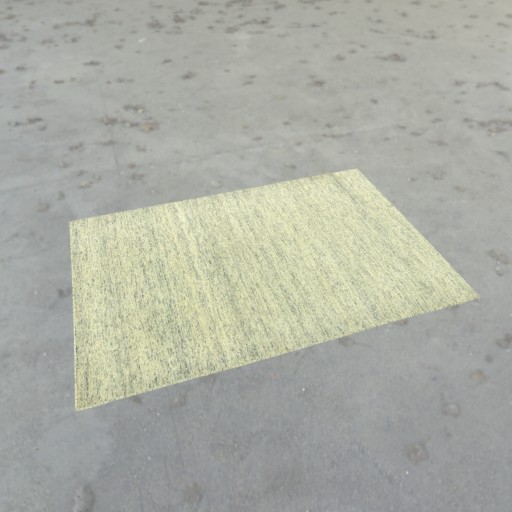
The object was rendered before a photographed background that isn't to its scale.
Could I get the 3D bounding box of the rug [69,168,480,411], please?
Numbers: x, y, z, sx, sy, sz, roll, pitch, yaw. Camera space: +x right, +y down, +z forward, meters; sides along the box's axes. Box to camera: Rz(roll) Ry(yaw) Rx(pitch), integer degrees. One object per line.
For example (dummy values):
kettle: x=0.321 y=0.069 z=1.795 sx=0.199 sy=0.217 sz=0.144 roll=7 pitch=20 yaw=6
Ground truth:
rug: x=0.000 y=0.000 z=2.325 sx=1.846 sy=0.014 sz=1.243 roll=-13 pitch=44 yaw=-14
